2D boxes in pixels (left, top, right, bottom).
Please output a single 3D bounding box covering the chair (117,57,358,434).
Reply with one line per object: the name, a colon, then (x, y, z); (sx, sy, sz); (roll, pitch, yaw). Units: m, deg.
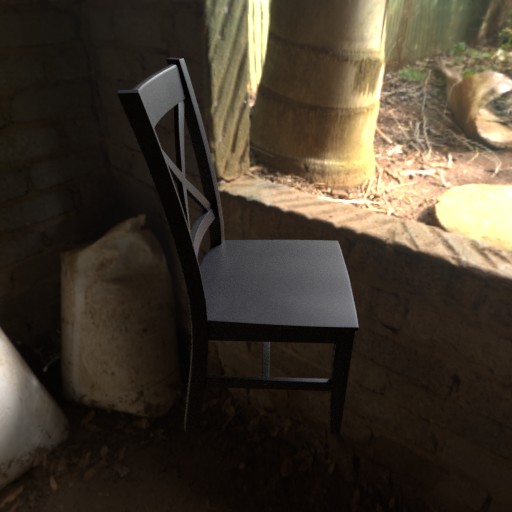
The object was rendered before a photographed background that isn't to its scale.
chair: (0.000, 0.000, 1.270); (0.542, 0.983, 0.485); (1, 31, 2)
